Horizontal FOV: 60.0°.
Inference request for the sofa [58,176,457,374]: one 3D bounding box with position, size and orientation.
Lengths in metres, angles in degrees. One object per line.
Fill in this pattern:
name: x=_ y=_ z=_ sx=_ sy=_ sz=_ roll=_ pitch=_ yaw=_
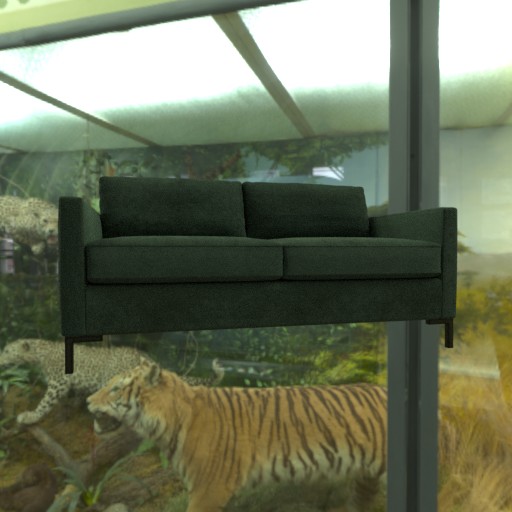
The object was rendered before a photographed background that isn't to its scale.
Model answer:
sofa: x=0.000 y=0.000 z=2.151 sx=1.676 sy=0.817 sz=0.875 roll=0 pitch=1 yaw=-15
